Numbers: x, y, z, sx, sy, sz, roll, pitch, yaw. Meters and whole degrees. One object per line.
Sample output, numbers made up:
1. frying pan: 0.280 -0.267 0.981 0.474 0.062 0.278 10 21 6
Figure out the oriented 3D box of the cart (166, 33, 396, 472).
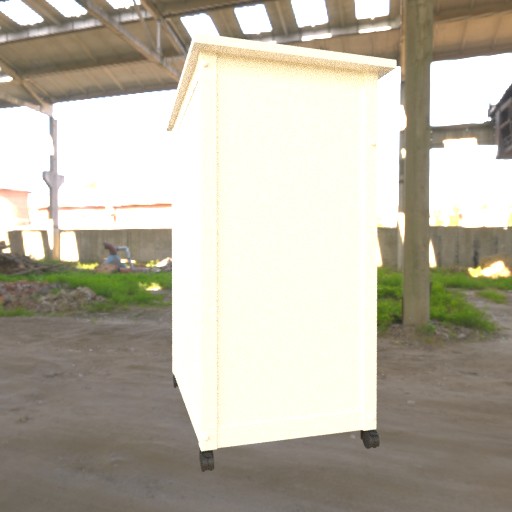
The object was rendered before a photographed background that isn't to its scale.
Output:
1. cart: 0.000 0.000 1.241 0.442 0.864 0.683 0 1 -16
